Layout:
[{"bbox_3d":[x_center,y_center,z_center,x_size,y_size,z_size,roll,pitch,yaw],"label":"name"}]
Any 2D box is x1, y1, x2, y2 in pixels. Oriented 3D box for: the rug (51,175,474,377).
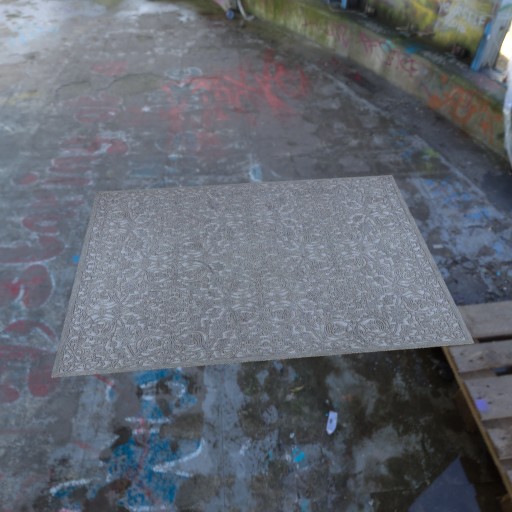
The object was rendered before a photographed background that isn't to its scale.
[{"bbox_3d":[0.000,0.000,2.317,1.827,0.006,1.221,-4,47,-4],"label":"rug"}]
